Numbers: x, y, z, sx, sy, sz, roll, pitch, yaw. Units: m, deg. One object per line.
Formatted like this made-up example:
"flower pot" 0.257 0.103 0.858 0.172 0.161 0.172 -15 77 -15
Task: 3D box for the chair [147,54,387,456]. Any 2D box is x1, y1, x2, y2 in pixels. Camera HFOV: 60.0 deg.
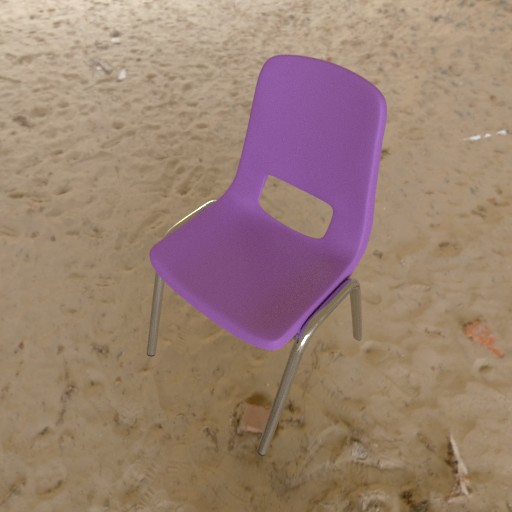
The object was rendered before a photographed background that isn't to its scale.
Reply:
"chair" 0.000 0.000 0.671 0.291 0.493 0.301 32 54 27
